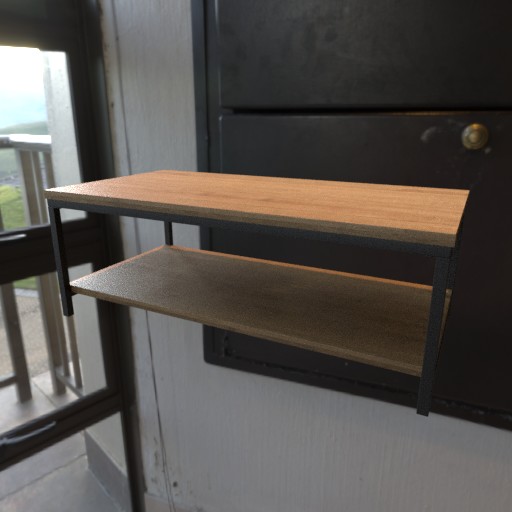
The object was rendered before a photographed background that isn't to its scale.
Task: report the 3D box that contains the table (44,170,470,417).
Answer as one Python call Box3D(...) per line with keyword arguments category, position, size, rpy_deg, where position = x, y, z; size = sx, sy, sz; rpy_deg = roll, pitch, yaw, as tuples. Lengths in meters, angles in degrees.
Box3D(category="table", position=(0.000, 0.000, 1.340), size=(1.100, 0.399, 0.551), rpy_deg=(9, 20, 26))
